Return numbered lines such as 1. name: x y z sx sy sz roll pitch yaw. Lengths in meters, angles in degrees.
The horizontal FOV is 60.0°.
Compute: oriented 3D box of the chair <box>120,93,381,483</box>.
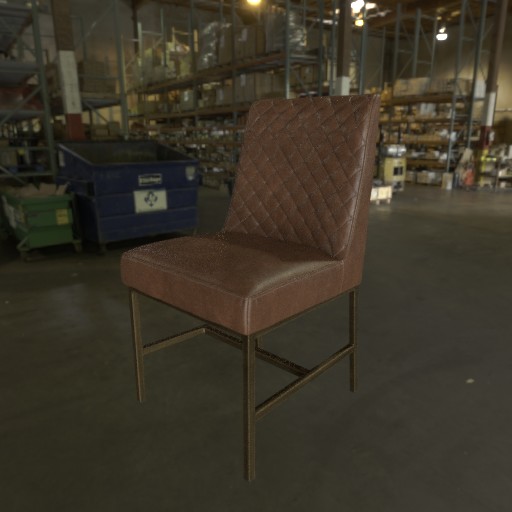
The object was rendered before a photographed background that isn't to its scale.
1. chair: 0.000 0.000 1.254 0.508 0.889 0.587 14 20 42
